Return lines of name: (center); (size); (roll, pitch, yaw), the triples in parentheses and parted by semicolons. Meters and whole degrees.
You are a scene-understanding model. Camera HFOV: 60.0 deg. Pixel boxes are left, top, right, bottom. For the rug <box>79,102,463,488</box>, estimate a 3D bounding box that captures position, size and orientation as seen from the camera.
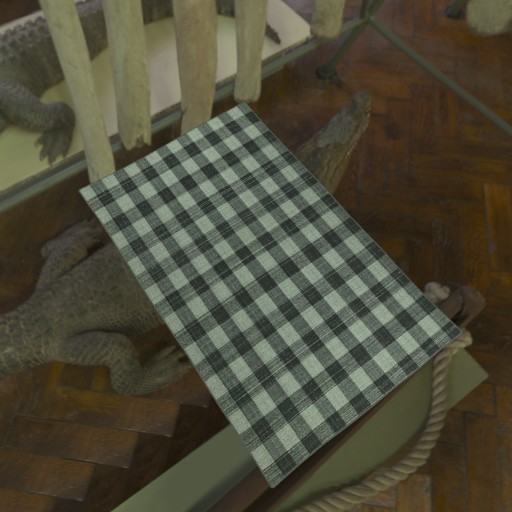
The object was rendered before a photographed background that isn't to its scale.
rug: (0.000, 0.000, 3.129); (1.554, 0.011, 2.476); (-33, 69, -14)
